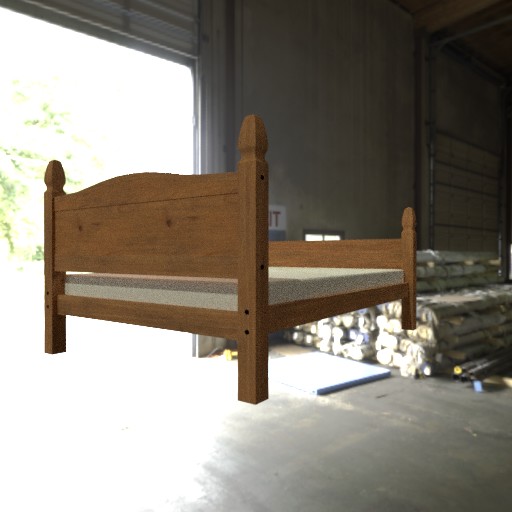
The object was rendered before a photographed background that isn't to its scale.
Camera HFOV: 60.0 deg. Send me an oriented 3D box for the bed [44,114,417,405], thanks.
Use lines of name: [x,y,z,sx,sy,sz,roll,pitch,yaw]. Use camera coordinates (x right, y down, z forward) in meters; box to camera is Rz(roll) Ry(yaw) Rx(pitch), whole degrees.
bed: [0.000,0.000,2.922,1.490,1.100,2.069,0,0,36]
